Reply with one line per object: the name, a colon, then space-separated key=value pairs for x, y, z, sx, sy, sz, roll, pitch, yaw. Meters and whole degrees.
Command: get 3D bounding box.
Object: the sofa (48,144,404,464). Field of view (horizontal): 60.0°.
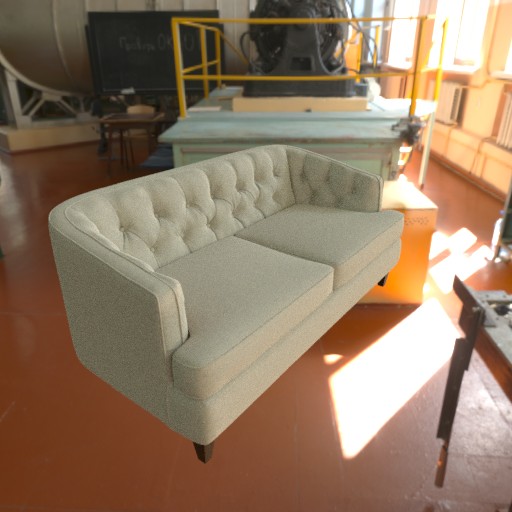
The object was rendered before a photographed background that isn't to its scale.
sofa: x=0.000 y=0.000 z=2.193 sx=0.941 sy=0.855 sz=1.733 roll=18 pitch=30 yaw=33
